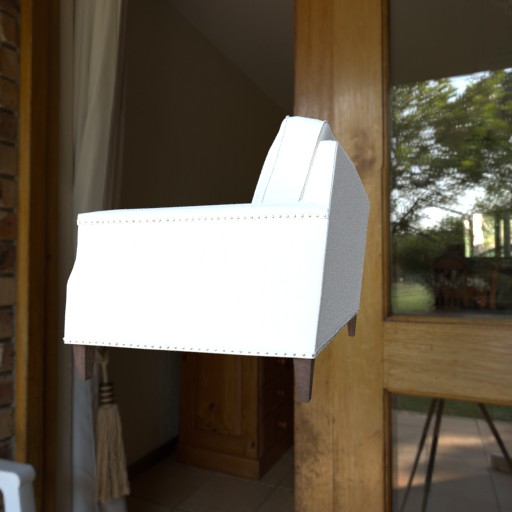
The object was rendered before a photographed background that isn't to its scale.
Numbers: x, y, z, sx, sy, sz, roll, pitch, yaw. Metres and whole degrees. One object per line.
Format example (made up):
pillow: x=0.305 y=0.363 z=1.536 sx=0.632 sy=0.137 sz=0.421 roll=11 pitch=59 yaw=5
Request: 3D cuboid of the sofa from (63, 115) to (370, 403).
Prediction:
sofa: x=0.000 y=0.000 z=2.305 sx=1.084 sy=1.003 sz=1.597 roll=0 pitch=-1 yaw=18
